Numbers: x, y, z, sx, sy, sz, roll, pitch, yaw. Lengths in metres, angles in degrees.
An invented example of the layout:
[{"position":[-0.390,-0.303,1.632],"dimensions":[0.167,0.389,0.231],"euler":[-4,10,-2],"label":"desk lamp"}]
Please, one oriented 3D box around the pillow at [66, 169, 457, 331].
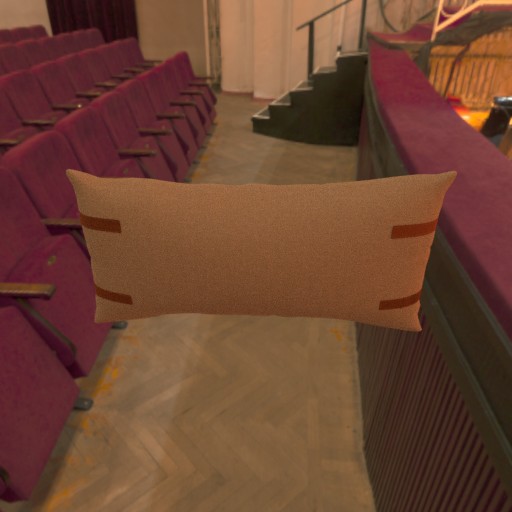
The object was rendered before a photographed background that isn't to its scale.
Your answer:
[{"position":[0.000,0.000,0.753],"dimensions":[0.612,0.308,0.148],"euler":[1,30,2],"label":"pillow"}]
